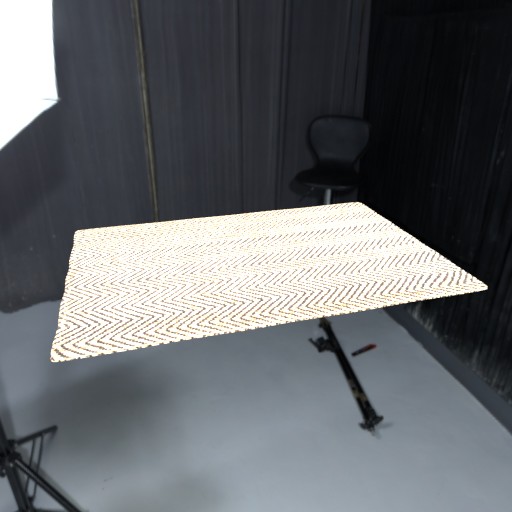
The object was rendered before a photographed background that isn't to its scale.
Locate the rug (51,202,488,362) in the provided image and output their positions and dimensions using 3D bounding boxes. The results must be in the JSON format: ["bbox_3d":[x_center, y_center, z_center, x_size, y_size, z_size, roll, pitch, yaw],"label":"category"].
[{"bbox_3d":[0.000,0.000,2.273,1.828,0.008,1.219,-7,27,-14],"label":"rug"}]
